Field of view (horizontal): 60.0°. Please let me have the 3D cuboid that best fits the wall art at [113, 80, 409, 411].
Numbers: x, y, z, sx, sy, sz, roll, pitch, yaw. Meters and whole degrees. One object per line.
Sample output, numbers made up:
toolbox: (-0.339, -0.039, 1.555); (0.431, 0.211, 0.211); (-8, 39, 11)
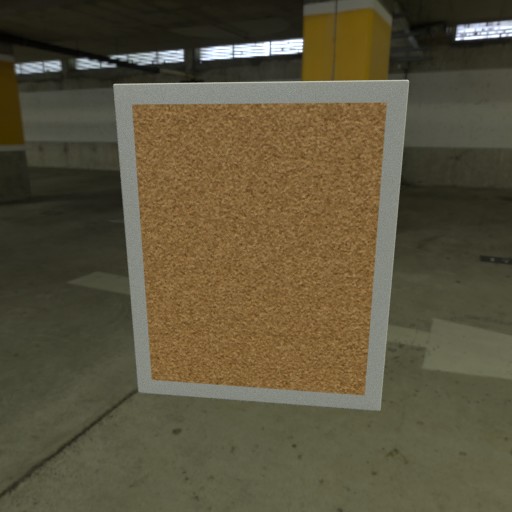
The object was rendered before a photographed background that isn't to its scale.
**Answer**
wall art: (0.000, 0.000, 0.762); (0.454, 0.556, 0.028); (2, 16, 7)
